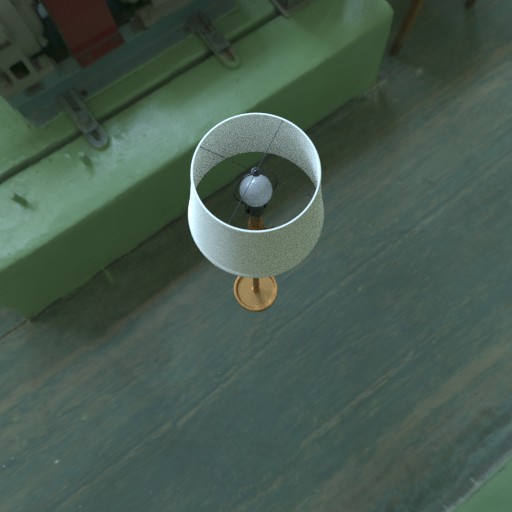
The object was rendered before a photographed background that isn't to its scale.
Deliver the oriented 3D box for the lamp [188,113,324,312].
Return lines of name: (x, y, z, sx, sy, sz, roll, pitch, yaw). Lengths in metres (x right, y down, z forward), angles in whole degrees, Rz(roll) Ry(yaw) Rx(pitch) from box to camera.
lamp: (0.000, 0.000, 0.807, 0.178, 0.710, 0.178, 0, 75, 0)
